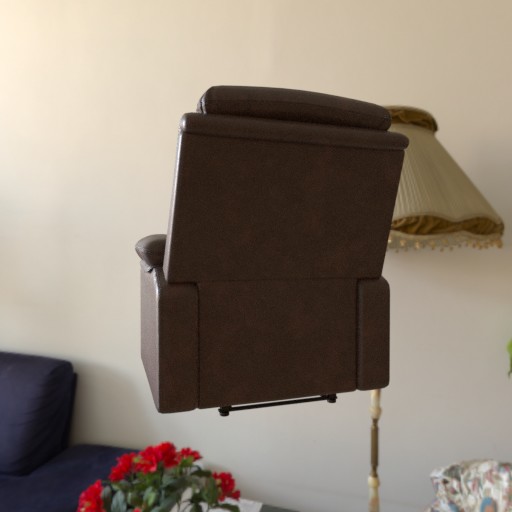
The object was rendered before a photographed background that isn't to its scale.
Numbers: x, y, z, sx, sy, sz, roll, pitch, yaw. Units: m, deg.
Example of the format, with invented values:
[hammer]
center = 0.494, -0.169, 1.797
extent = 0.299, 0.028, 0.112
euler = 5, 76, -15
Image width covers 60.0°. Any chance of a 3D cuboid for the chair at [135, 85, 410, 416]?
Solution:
[chair]
center = 0.000, 0.000, 1.672
extent = 0.855, 0.992, 0.919
euler = 0, 1, -18
